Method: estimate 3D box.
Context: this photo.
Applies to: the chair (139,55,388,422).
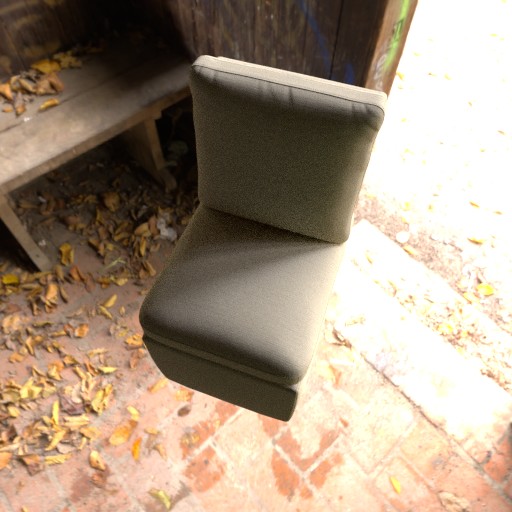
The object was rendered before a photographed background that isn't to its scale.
[{"bbox_3d":[0.000,0.000,1.330,0.503,0.927,0.698,17,59,10],"label":"chair"}]
